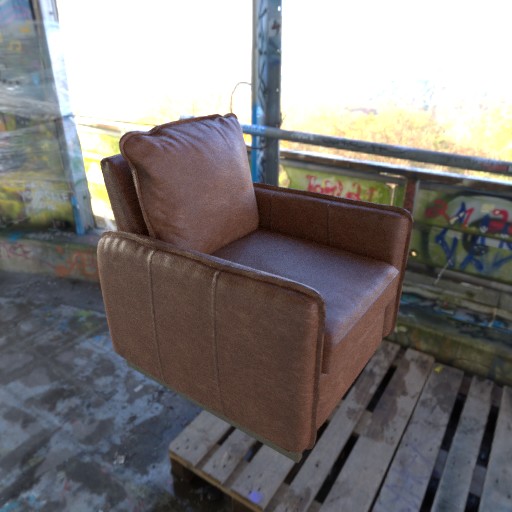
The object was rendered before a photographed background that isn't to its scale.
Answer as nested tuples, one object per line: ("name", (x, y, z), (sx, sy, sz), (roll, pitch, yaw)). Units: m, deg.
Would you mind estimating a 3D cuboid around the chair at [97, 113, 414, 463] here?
("chair", (0.000, 0.000, 1.643), (0.922, 0.922, 0.830), (18, 32, 31))
